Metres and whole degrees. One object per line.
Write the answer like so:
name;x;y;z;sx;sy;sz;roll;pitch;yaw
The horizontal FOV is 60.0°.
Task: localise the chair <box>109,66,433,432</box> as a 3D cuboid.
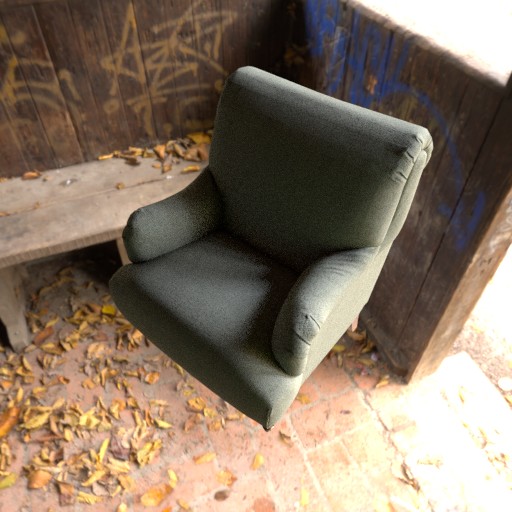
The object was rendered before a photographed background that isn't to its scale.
chair;0.000;0.000;1.968;0.964;1.178;1.060;31;54;26
